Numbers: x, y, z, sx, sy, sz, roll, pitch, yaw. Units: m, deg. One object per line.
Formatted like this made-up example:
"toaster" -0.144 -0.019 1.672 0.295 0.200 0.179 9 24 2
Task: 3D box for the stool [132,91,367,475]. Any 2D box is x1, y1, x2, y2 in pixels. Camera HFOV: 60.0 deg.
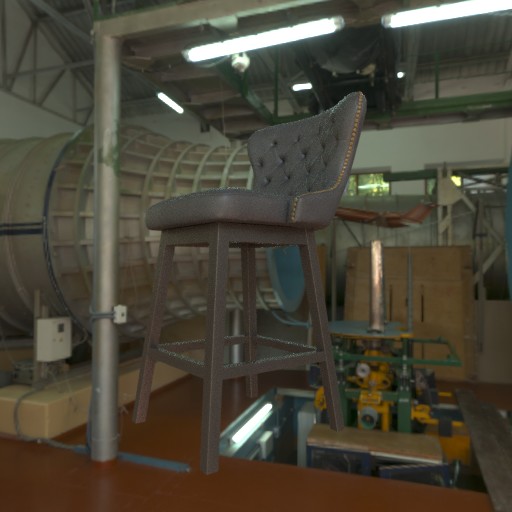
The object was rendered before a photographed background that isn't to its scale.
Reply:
"stool" 0.000 0.000 1.325 0.593 0.971 0.528 1 -2 -37
